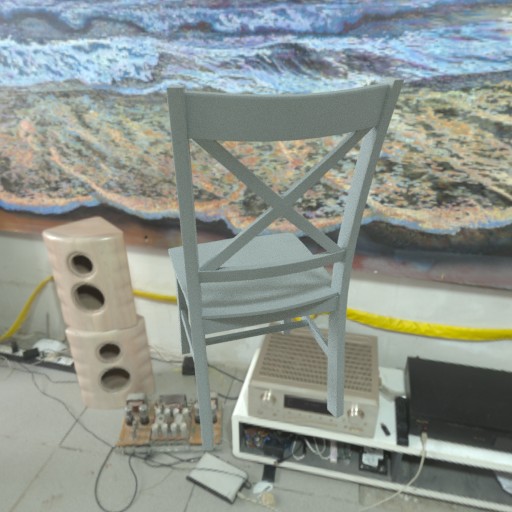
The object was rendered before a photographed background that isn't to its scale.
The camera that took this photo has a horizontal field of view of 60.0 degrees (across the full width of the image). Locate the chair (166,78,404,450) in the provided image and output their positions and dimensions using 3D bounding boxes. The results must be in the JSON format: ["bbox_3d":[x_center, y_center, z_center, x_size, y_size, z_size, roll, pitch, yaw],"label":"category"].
[{"bbox_3d":[0.000,0.000,1.279,0.485,0.983,0.542,-8,28,-15],"label":"chair"}]
